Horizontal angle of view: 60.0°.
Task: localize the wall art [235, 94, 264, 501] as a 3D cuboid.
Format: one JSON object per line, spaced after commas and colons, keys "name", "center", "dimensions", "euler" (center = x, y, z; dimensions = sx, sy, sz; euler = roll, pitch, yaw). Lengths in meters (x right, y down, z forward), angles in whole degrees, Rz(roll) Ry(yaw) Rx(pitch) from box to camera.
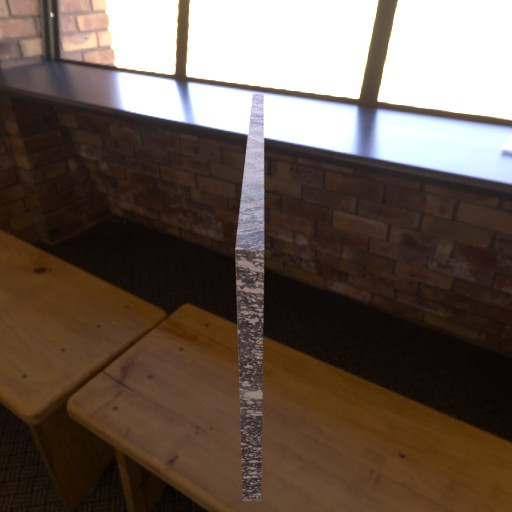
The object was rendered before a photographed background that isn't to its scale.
{"name": "wall art", "center": [0.000, 0.000, 1.131], "dimensions": [0.038, 0.598, 0.919], "euler": [1, 32, 1]}
